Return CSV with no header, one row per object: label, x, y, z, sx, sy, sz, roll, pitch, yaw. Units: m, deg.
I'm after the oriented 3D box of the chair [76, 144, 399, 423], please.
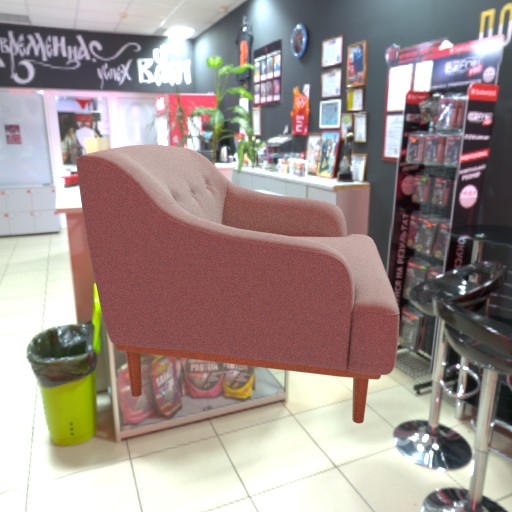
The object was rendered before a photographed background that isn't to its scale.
chair,0.000,0.000,1.685,0.951,0.818,0.946,3,16,9
